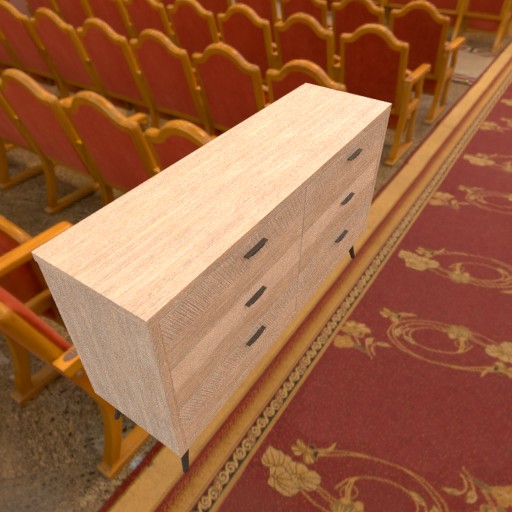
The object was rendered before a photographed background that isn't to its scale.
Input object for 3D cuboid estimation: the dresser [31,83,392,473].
[{"bbox_3d":[0.000,0.000,1.897,0.457,0.914,1.524,24,47,25],"label":"dresser"}]
